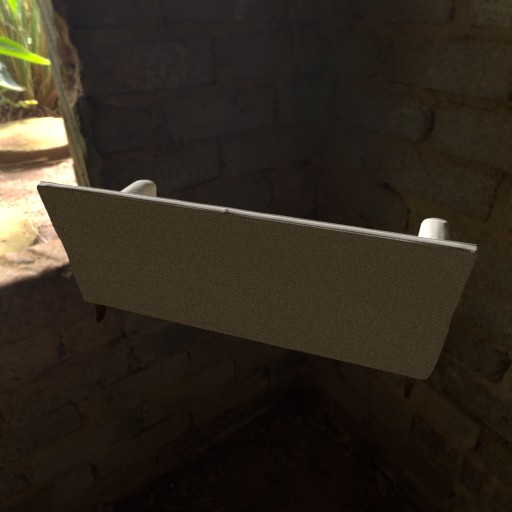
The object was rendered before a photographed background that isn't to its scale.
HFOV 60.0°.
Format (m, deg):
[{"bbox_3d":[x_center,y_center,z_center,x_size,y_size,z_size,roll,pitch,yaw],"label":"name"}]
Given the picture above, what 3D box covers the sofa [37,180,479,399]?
[{"bbox_3d":[0.000,0.000,2.440,2.001,0.907,0.841,10,32,16],"label":"sofa"}]
